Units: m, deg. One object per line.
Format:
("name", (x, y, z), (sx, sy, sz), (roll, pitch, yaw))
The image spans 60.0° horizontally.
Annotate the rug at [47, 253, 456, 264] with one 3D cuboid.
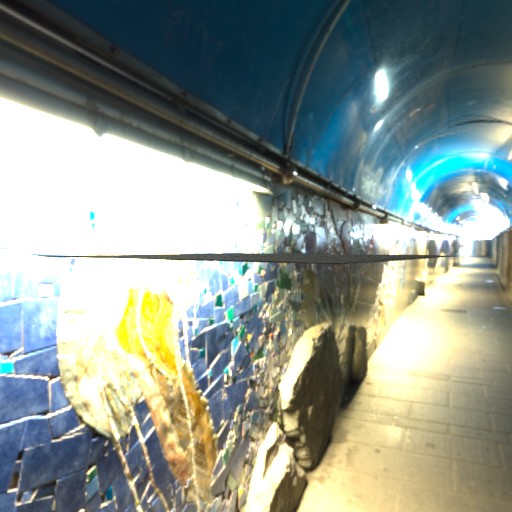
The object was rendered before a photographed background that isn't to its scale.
("rug", (0.000, 0.000, 3.958), (3.000, 0.012, 2.371), (1, 1, 36))
